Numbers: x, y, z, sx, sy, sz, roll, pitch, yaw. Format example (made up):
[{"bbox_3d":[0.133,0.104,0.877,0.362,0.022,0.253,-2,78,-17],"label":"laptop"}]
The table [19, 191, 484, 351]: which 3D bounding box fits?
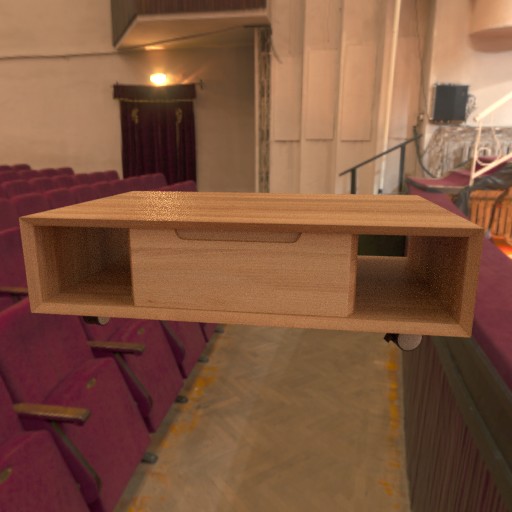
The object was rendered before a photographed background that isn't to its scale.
[{"bbox_3d":[0.000,0.000,1.410,1.100,0.330,0.700,2,14,8],"label":"table"}]
